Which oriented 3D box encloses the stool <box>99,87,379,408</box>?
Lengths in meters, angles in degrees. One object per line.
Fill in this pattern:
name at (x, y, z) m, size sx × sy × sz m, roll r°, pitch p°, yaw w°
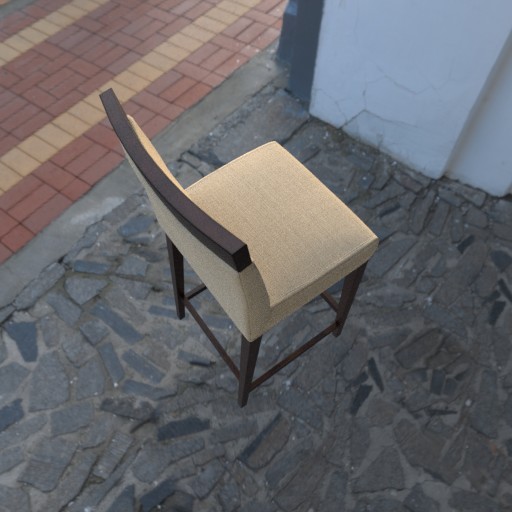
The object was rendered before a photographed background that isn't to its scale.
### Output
stool at (0.000, 0.000, 1.390) m, size 0.531 × 1.117 × 0.511 m, roll -32°, pitch 63°, yaw -18°
